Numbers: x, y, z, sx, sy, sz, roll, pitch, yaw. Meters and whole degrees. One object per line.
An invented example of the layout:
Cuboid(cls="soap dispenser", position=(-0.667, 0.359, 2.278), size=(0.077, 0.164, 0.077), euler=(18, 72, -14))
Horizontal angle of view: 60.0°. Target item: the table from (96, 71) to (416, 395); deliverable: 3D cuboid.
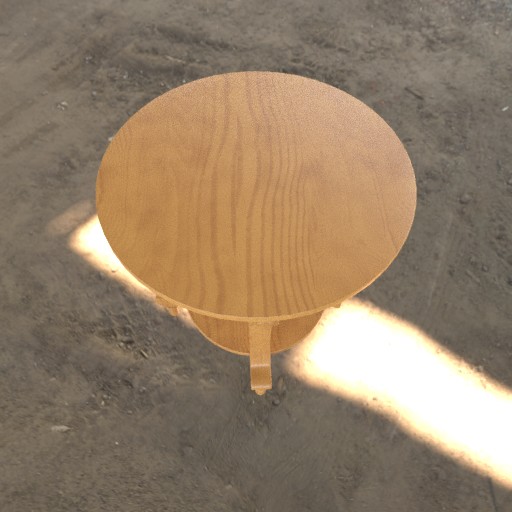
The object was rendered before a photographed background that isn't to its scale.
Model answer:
Cuboid(cls="table", position=(0.000, 0.000, 1.096), size=(0.597, 0.612, 0.597), euler=(0, 59, 0))
